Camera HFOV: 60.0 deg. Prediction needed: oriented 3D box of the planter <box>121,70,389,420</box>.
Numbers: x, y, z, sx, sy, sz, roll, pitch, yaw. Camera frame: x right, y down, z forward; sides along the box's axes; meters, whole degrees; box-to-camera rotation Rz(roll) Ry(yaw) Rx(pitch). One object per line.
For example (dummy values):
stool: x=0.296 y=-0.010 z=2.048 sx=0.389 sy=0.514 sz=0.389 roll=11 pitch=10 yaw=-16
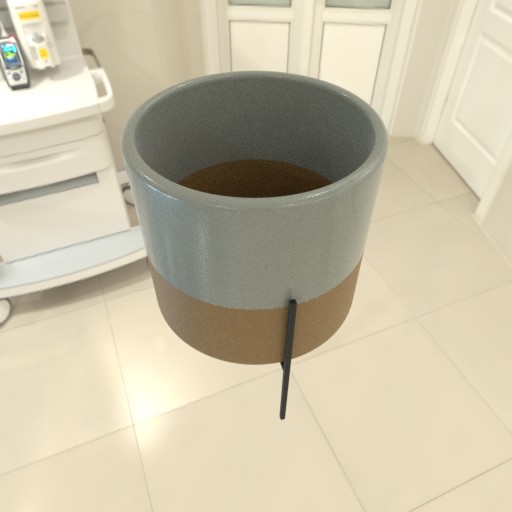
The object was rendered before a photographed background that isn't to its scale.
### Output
planter: x=0.000 y=0.000 z=0.743 sx=0.348 sy=0.480 sz=0.360 roll=-11 pitch=46 yaw=-11
